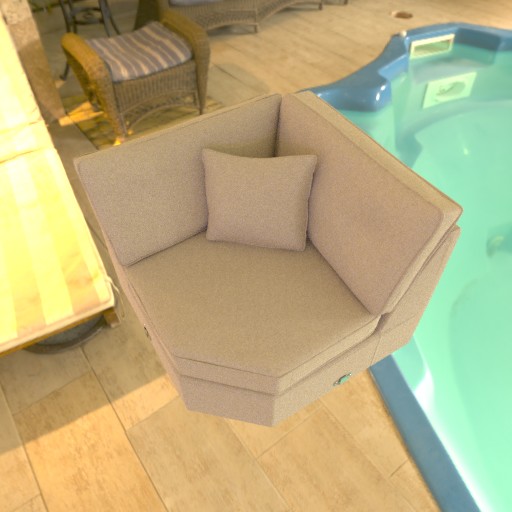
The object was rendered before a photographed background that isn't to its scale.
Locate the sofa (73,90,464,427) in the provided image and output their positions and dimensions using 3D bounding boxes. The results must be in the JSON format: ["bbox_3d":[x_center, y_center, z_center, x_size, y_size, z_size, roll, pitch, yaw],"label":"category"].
[{"bbox_3d":[0.000,0.000,1.839,1.050,0.937,1.042,-24,52,-20],"label":"sofa"}]
